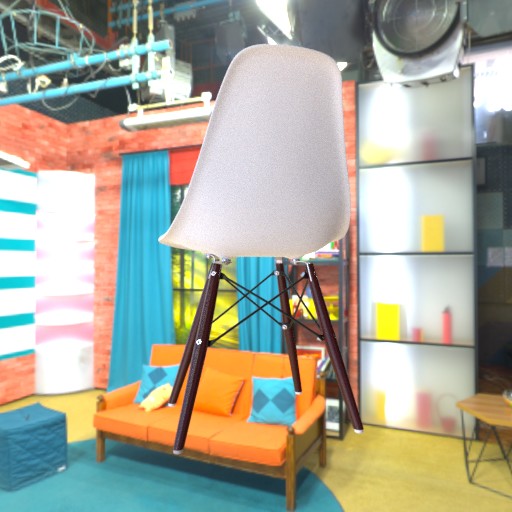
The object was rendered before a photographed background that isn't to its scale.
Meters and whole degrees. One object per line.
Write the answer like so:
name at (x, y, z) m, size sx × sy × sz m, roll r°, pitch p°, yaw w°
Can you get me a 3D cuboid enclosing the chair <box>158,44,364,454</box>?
chair at (0.000, 0.000, 1.126) m, size 0.470 × 0.826 × 0.533 m, roll 0°, pitch -1°, yaw -18°
